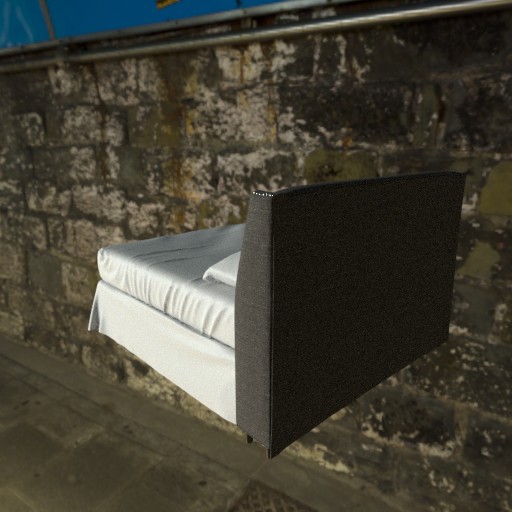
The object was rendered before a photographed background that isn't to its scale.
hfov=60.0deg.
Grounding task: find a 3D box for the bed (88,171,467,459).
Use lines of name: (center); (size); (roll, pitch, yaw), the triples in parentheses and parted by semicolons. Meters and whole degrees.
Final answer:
bed: (0.000, 0.000, 3.394); (1.925, 1.332, 2.276); (-13, 20, -41)
